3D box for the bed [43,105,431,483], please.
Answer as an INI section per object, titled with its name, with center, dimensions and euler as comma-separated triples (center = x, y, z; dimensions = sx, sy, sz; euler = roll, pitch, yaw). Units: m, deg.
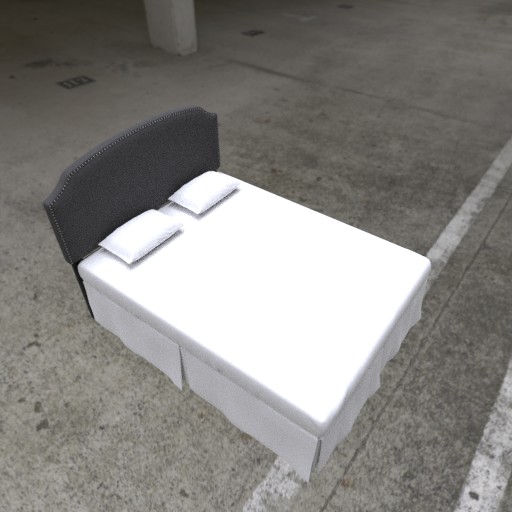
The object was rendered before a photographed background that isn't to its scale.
[bed]
center = 0.000, 0.000, 2.905
dimensions = 1.999, 1.270, 1.558
euler = 27, 49, 26
